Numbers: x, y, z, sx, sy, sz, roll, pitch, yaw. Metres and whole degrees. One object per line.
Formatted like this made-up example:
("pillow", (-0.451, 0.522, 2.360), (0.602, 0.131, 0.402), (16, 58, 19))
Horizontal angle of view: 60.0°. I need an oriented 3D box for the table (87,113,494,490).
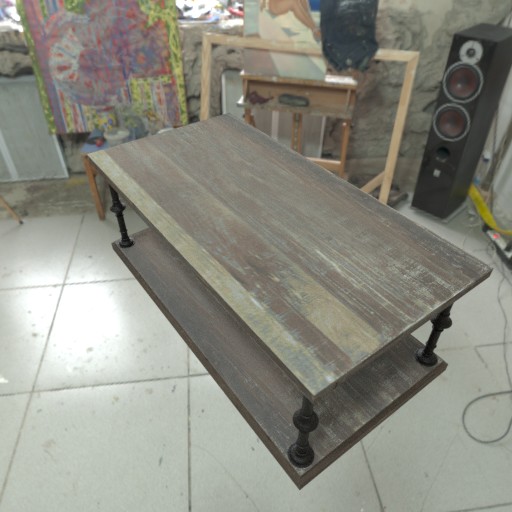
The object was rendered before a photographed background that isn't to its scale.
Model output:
("table", (0.000, 0.000, 1.354), (0.554, 0.399, 1.088), (-26, 47, -27))
